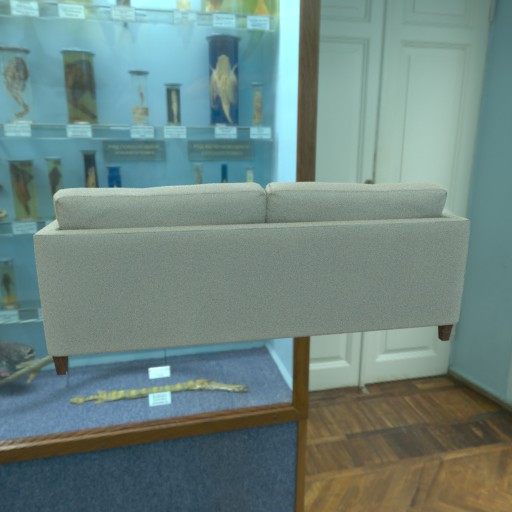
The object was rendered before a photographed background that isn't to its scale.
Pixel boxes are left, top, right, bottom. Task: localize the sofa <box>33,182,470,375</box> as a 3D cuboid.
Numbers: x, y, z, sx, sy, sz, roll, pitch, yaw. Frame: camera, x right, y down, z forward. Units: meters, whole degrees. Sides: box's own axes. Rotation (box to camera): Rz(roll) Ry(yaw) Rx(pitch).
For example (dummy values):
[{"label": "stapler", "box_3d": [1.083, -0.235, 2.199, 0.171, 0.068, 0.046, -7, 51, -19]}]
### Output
[{"label": "sofa", "box_3d": [0.000, 0.000, 2.822, 2.361, 0.968, 0.951, -3, 14, -10]}]
